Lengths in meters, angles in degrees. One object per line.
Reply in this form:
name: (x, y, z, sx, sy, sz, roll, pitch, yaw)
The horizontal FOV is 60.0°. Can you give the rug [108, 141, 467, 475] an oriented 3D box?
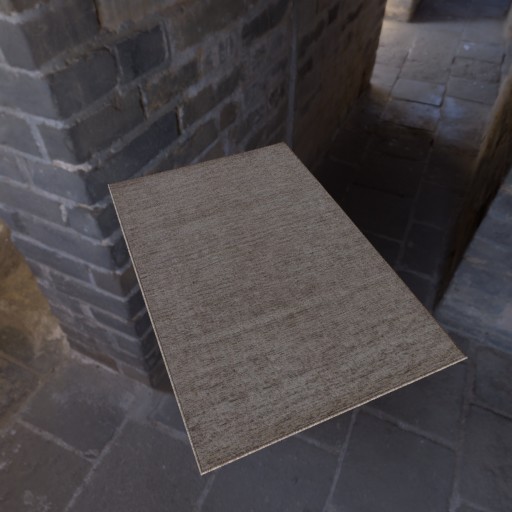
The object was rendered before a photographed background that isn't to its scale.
rug: (0.000, 0.000, 2.323, 1.211, 0.018, 1.822, -17, 49, -16)
